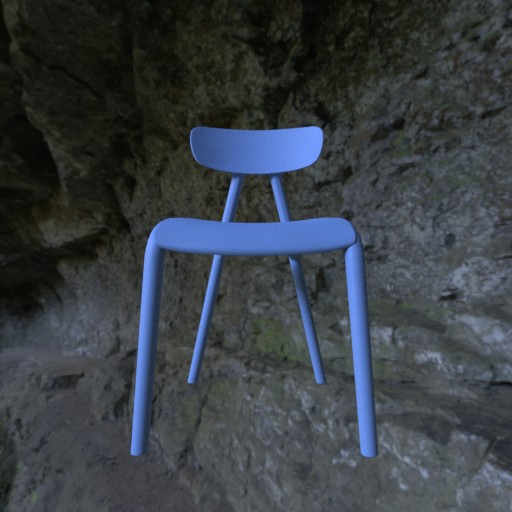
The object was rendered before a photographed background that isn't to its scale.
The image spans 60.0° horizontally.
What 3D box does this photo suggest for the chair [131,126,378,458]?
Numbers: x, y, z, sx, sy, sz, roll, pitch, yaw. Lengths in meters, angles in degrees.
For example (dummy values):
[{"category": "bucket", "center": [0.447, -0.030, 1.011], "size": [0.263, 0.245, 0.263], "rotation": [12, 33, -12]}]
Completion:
[{"category": "chair", "center": [0.000, 0.000, 0.832], "size": [0.356, 0.580, 0.401], "rotation": [0, -1, 1]}]
